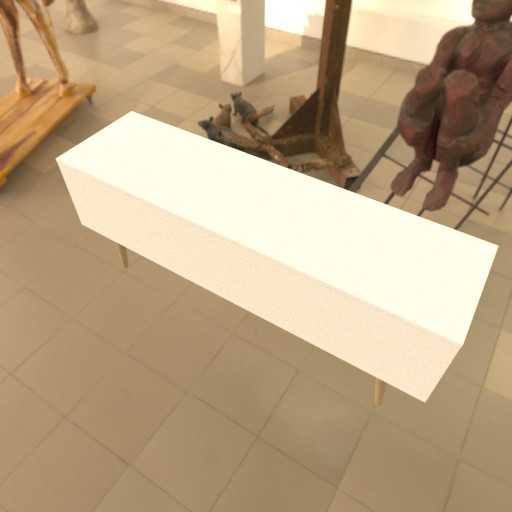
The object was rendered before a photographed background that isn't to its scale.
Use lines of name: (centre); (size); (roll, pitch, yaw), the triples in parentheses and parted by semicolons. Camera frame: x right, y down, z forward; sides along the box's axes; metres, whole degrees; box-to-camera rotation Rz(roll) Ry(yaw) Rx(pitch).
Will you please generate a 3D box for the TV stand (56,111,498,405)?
TV stand: (0.000, 0.000, 1.611); (1.398, 0.560, 0.401); (25, 52, 21)
